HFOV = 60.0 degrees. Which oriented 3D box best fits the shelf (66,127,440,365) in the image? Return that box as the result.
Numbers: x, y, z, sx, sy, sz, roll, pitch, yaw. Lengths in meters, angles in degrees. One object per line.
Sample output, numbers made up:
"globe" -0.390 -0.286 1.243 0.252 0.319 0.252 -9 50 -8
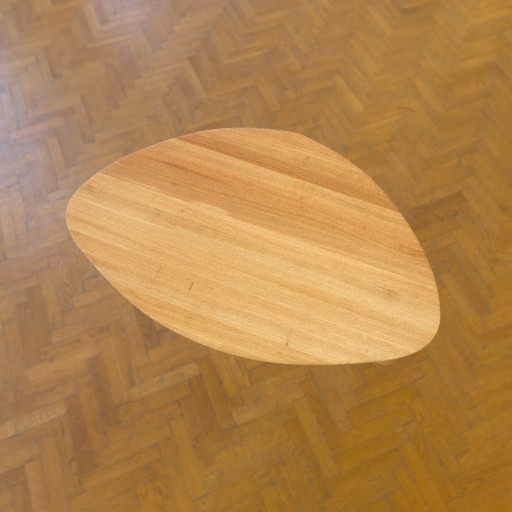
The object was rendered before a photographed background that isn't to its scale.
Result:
"shelf" 0.000 0.000 1.646 1.246 0.440 0.845 19 65 9
